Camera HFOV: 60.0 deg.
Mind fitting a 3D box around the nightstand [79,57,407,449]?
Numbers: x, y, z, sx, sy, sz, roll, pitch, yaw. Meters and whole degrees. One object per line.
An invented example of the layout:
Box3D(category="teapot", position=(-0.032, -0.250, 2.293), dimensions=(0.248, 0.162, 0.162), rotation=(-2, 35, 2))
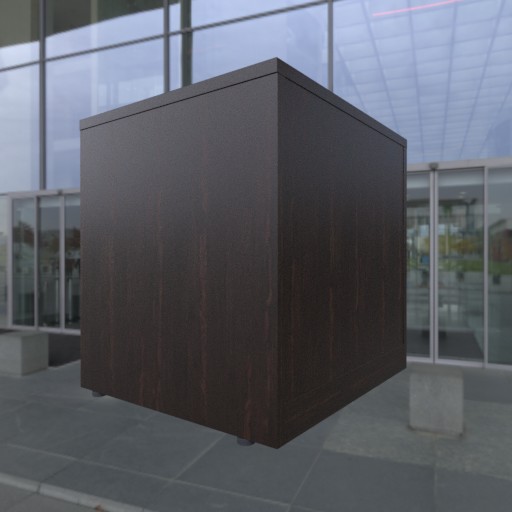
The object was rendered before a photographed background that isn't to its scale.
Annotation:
Box3D(category="nightstand", position=(0.000, 0.000, 0.863), dimensions=(0.427, 0.487, 0.489), rotation=(0, 0, 37))
